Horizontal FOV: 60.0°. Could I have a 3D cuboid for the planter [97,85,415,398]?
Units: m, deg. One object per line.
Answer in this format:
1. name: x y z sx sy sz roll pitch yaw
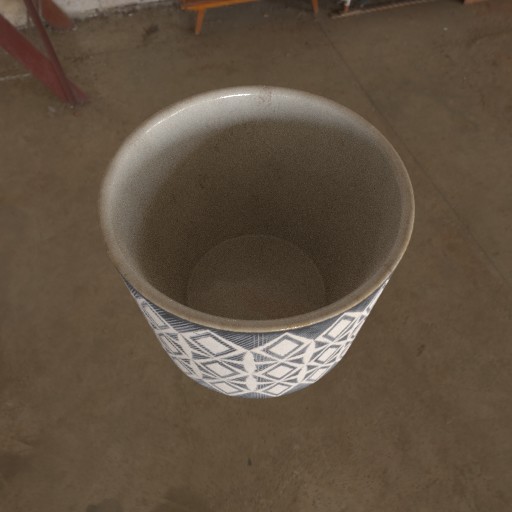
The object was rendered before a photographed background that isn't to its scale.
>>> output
1. planter: 0.000 0.000 0.342 0.192 0.165 0.192 0 58 0
